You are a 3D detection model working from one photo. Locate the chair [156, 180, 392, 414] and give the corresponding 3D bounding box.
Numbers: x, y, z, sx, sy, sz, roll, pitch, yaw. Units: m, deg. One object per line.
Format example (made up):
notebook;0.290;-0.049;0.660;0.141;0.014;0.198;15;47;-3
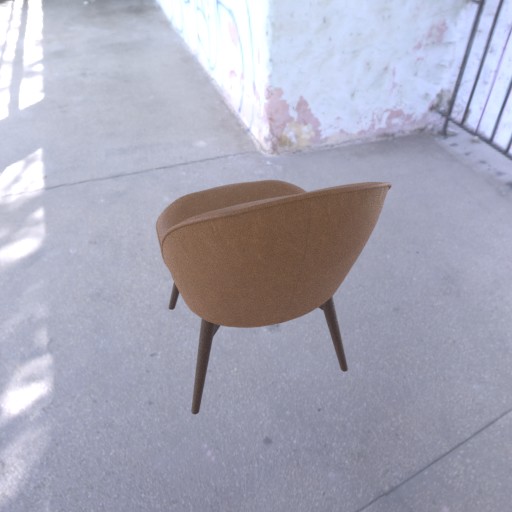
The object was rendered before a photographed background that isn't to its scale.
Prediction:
chair;0.000;0.000;1.241;0.521;0.831;0.631;-12;44;-13
